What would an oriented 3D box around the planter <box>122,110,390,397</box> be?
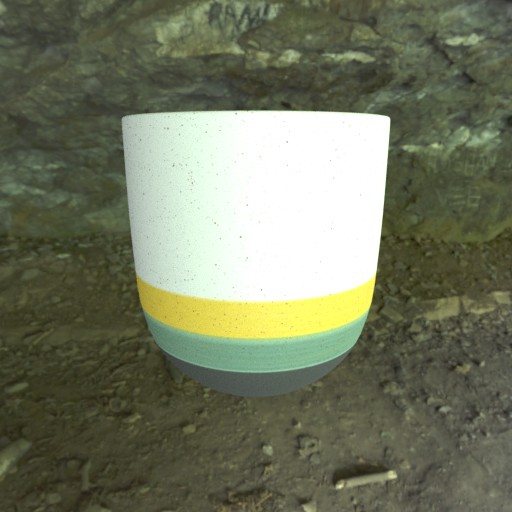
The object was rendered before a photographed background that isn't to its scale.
[{"bbox_3d":[0.000,0.000,0.361,0.195,0.214,0.195,0,15,0],"label":"planter"}]
